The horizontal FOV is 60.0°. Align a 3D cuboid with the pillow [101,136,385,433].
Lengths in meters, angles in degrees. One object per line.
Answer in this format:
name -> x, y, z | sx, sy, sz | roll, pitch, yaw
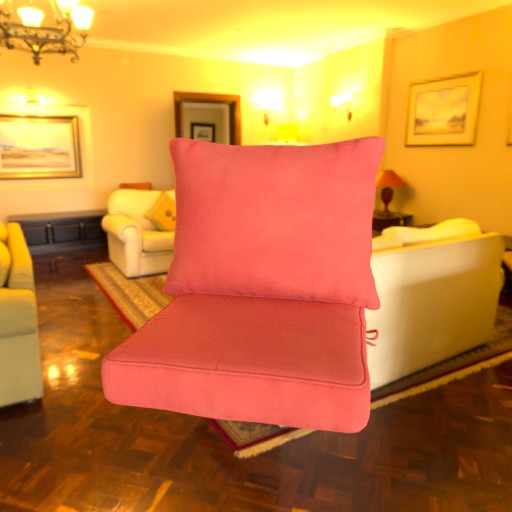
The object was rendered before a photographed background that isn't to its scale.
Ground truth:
pillow -> 0.000, 0.000, 1.361 | 0.798, 0.725, 0.733 | 3, 14, 11
